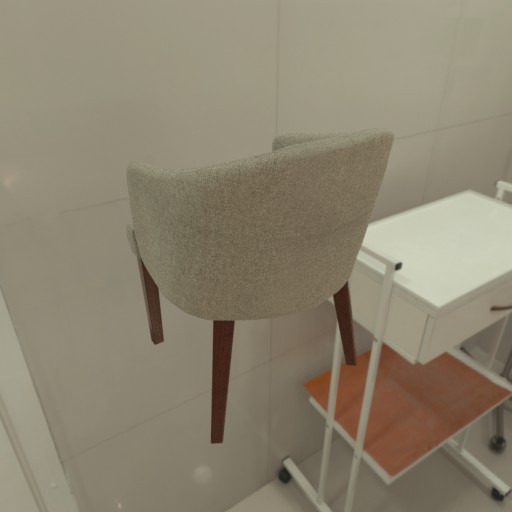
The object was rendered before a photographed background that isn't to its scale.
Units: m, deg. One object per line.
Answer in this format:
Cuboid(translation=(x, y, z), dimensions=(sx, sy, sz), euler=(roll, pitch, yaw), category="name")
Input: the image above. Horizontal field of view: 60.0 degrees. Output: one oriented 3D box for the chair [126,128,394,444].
Cuboid(translation=(0.000, 0.000, 1.265), dimensions=(0.583, 0.811, 0.655), euler=(-19, 35, -30), category="chair")
